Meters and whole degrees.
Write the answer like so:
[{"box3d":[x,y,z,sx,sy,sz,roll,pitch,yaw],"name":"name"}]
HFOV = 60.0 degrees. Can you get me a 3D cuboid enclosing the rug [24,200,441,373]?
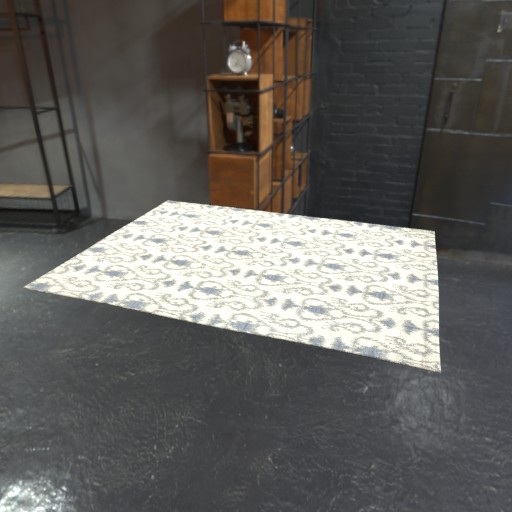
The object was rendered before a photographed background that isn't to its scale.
[{"box3d":[0.000,0.000,2.934,2.261,0.013,1.676,8,27,17],"name":"rug"}]
